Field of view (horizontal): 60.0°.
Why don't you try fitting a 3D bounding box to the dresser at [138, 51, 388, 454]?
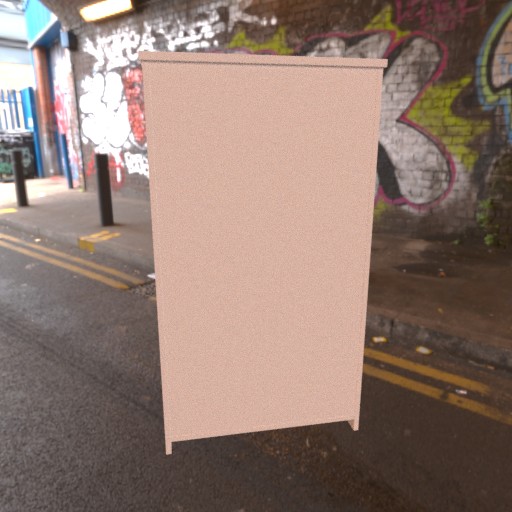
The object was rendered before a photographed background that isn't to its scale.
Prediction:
[{"bbox_3d":[0.000,0.000,1.577,0.704,1.255,0.399,-3,15,-10],"label":"dresser"}]
